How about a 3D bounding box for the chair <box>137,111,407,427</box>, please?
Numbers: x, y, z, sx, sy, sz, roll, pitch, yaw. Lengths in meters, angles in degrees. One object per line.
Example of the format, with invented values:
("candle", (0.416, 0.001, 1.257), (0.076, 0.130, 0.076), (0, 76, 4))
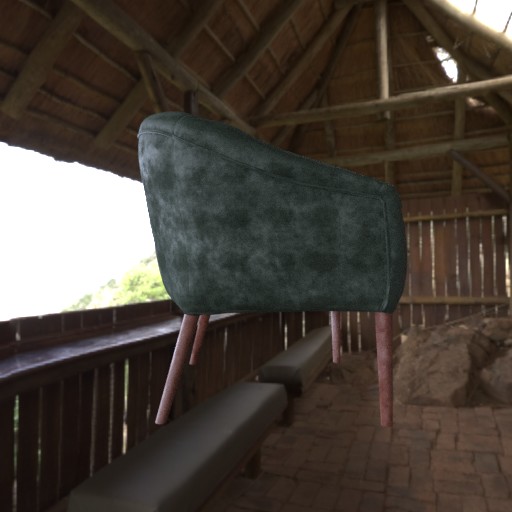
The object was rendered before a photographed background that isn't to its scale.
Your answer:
("chair", (0.000, 0.000, 1.501), (0.776, 0.885, 0.851), (0, 0, 0))
